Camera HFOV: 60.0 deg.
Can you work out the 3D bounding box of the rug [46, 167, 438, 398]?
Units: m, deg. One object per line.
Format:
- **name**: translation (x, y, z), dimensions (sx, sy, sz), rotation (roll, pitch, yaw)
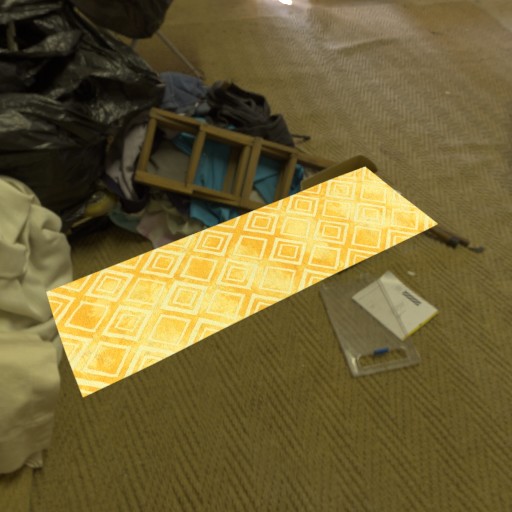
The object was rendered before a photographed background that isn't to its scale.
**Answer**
- **rug**: translation (0.000, 0.000, 2.811), dimensions (2.438, 0.010, 0.775), rotation (-24, 51, -21)
